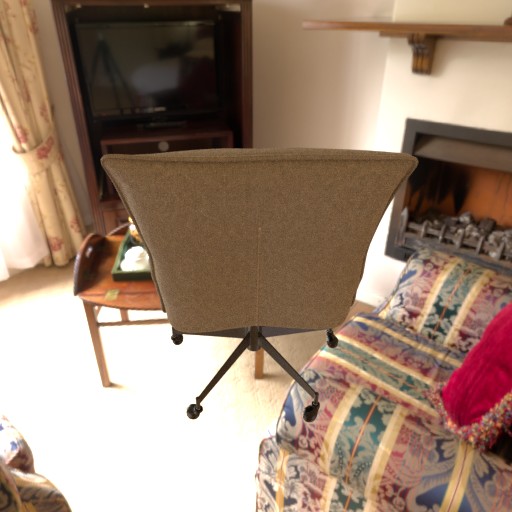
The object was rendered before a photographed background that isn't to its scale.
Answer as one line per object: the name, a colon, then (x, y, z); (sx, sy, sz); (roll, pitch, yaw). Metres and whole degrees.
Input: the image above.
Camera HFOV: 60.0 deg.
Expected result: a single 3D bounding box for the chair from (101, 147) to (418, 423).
chair: (0.000, 0.000, 1.307); (0.597, 0.811, 0.696); (-1, 29, -2)
